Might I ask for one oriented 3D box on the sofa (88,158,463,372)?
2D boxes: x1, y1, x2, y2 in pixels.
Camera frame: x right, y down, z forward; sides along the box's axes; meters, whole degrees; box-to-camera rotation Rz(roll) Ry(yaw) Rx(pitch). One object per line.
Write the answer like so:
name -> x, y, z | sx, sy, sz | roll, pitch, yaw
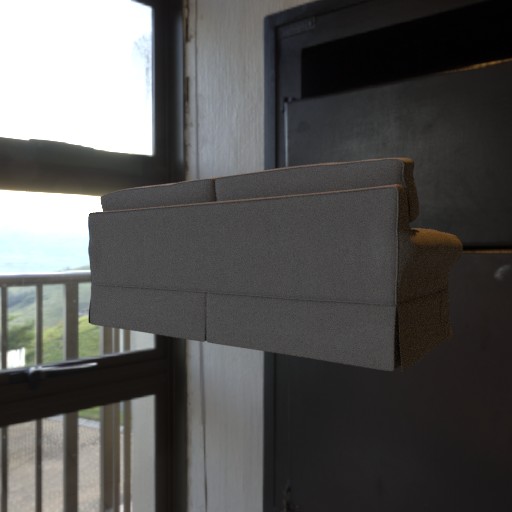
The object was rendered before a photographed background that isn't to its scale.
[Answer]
sofa -> 0.000, 0.000, 2.801 | 2.248, 0.943, 0.991 | 0, 1, 35
